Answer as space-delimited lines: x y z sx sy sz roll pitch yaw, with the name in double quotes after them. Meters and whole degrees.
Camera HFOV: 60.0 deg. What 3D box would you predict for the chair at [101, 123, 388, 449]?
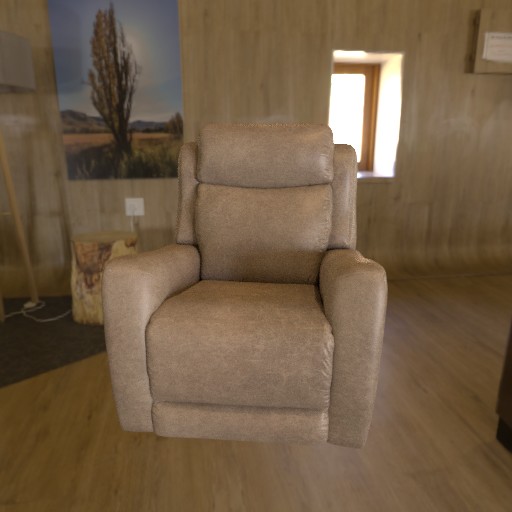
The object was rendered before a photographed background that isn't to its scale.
0.000 0.000 1.912 0.965 1.116 1.068 2 15 7 "chair"
